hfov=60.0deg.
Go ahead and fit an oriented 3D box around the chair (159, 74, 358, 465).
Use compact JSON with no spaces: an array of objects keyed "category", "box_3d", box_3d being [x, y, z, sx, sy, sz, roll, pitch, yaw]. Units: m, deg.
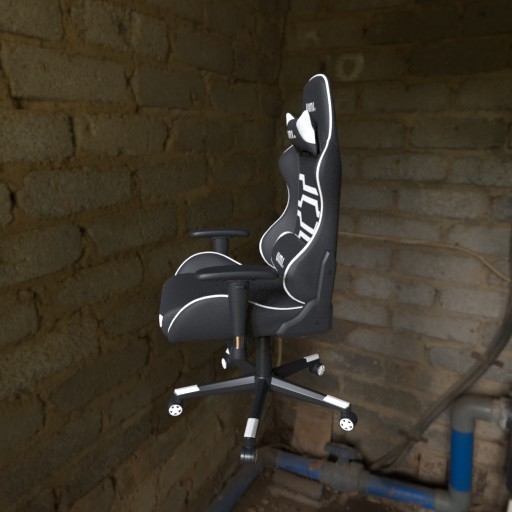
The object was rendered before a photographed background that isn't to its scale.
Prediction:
[{"category":"chair","box_3d":[0.000,0.000,1.619,0.700,1.240,0.700,-2,15,-9]}]
